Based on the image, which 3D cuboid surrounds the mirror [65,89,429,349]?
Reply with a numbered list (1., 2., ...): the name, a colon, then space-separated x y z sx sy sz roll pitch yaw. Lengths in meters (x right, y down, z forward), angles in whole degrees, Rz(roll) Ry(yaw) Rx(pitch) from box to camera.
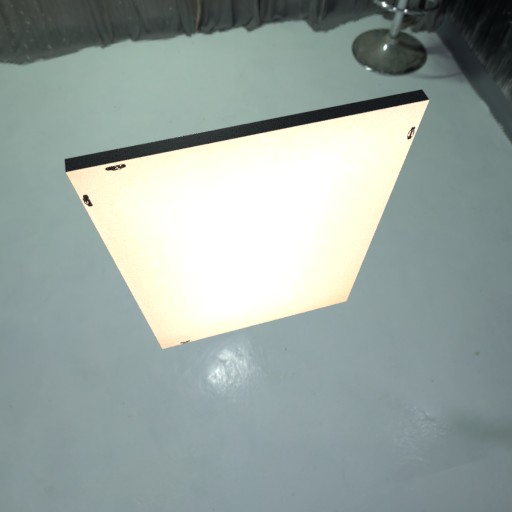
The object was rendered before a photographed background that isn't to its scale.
1. mirror: 0.000 0.000 1.340 0.762 1.016 0.040 -13 60 -8
